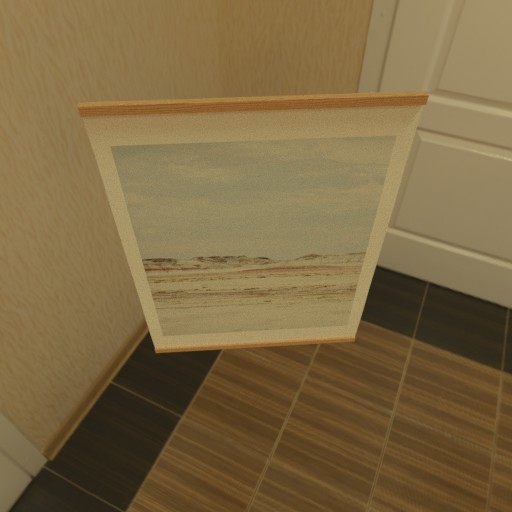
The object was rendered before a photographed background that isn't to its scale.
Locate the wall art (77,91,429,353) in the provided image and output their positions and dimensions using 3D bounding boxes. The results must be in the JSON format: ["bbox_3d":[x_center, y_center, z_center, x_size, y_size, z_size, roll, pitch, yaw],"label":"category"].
[{"bbox_3d":[0.000,0.000,0.802,0.458,0.605,0.011,-3,47,-3],"label":"wall art"}]
